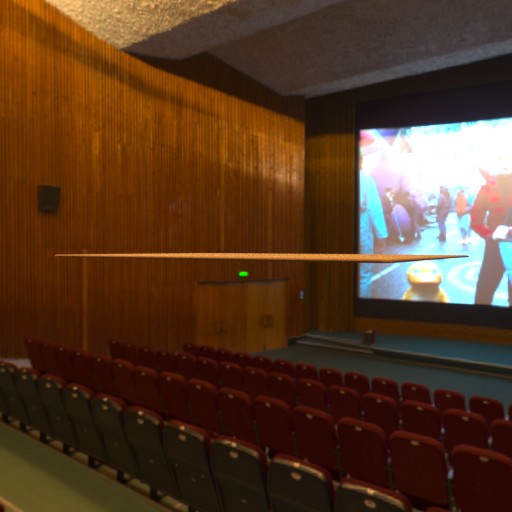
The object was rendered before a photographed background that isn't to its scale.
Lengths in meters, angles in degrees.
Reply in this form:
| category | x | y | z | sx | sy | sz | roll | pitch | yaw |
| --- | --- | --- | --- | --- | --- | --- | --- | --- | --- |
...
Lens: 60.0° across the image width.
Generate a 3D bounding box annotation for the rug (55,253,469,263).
| category | x | y | z | sx | sy | sz | roll | pitch | yaw |
| --- | --- | --- | --- | --- | --- | --- | --- | --- | --- |
| rug | 0.000 | 0.000 | 2.100 | 1.668 | 0.012 | 1.061 | 1 | 1 | 36 |
